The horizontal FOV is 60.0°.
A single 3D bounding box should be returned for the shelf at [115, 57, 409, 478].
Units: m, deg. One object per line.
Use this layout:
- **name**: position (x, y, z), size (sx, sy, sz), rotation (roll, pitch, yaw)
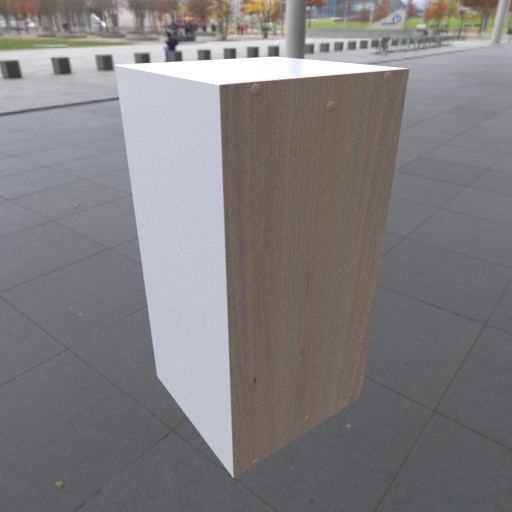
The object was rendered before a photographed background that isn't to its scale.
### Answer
- **shelf**: position (0.000, 0.000, 0.753), size (0.297, 0.594, 0.290), rotation (-19, 33, -31)
